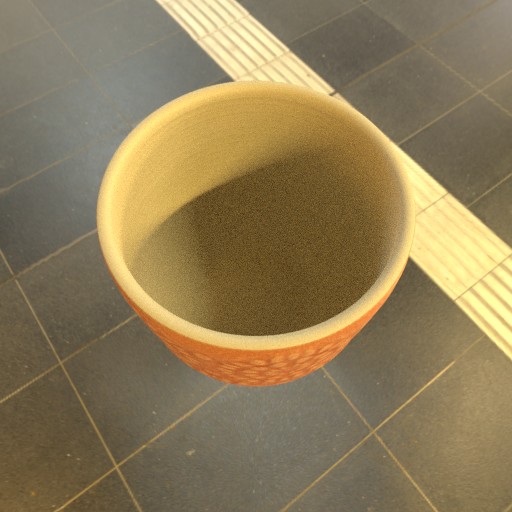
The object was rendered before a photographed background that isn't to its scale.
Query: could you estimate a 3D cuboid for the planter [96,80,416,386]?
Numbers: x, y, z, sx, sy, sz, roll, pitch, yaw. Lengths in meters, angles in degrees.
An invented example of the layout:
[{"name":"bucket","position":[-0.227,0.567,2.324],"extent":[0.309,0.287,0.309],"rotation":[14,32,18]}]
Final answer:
[{"name":"planter","position":[0.000,0.000,0.219],"extent":[0.124,0.109,0.124],"rotation":[0,64,0]}]
